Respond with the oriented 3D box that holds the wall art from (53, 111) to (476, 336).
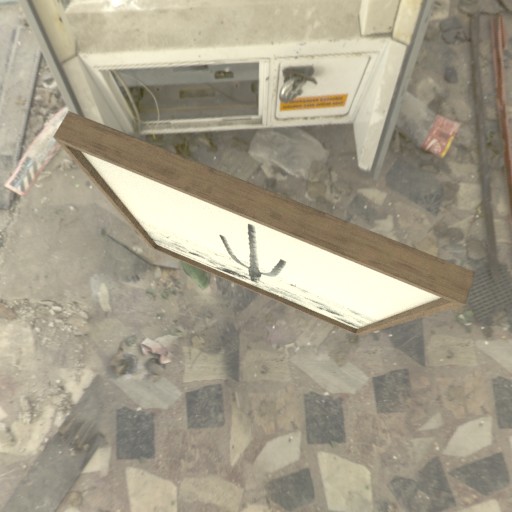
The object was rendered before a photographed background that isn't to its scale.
[{"bbox_3d":[0.000,0.000,0.753,0.508,0.508,0.038,22,77,5],"label":"wall art"}]
